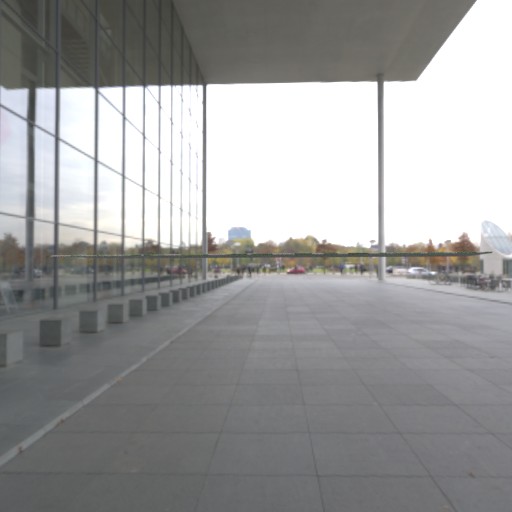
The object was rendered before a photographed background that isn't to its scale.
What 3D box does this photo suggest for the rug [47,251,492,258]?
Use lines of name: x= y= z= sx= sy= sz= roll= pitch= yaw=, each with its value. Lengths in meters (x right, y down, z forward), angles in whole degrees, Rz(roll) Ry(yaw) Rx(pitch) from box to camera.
rug: x=0.000 y=0.000 z=2.689 sx=2.438 sy=0.006 sz=0.761 roll=0 pitch=-1 yaw=18
